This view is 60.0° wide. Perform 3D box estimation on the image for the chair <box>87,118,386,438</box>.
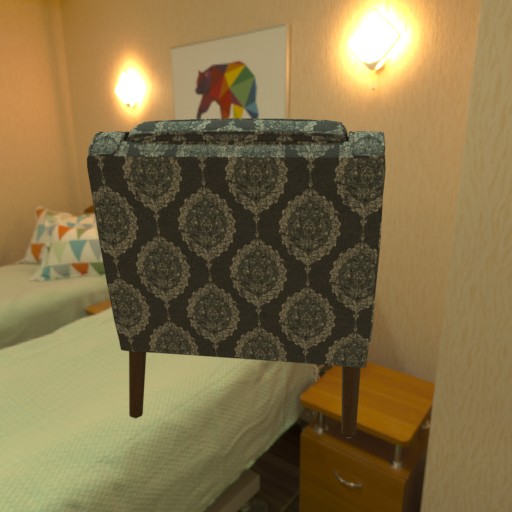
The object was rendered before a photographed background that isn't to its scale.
[{"bbox_3d":[0.000,0.000,1.367,0.663,0.792,0.743,2,15,8],"label":"chair"}]
